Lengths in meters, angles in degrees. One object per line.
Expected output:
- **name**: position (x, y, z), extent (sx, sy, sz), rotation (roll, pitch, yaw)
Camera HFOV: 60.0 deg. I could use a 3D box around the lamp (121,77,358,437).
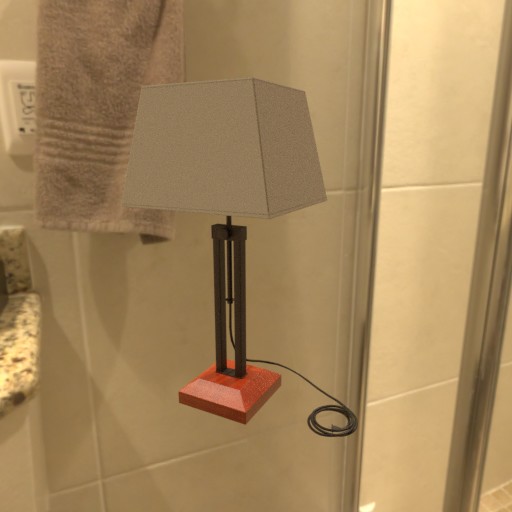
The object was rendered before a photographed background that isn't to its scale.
- **lamp**: position (0.000, 0.000, 0.999), extent (0.498, 0.737, 0.310), rotation (8, 16, 28)
